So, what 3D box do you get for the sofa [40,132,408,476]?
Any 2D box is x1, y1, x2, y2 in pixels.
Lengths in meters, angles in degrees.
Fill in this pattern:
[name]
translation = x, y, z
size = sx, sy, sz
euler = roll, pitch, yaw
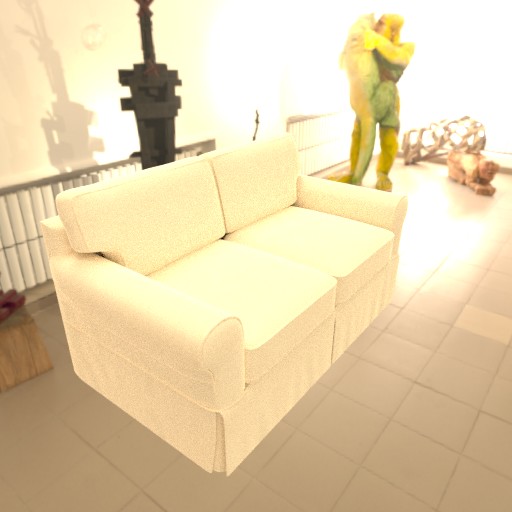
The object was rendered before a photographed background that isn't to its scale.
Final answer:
[sofa]
translation = 0.000, 0.000, 2.259
size = 0.991, 0.940, 1.727
euler = 19, 32, 33
